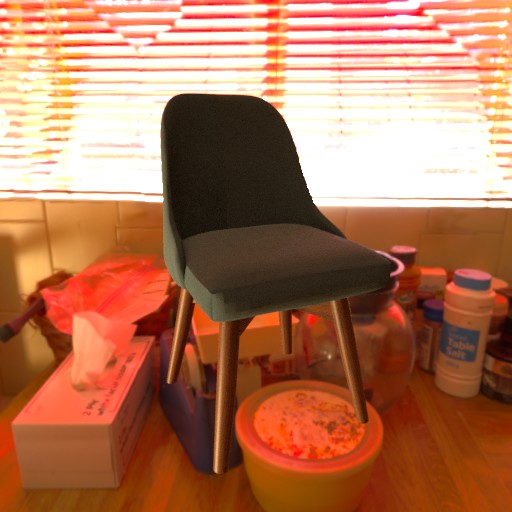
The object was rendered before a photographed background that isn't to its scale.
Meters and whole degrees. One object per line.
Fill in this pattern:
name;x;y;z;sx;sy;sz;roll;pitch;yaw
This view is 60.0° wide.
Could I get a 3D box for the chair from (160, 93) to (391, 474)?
chair;0.000;0.000;1.234;0.503;0.882;0.589;-8;18;-25
